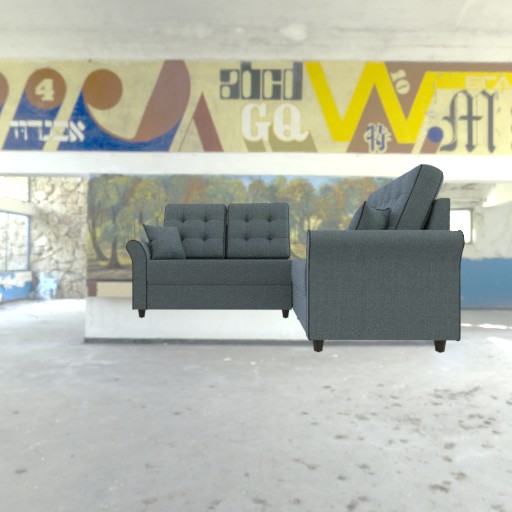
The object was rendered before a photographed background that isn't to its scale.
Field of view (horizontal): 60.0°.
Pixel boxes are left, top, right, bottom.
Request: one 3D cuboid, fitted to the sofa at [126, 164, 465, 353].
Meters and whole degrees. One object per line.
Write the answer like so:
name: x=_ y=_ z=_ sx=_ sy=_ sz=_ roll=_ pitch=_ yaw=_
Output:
sofa: x=0.000 y=0.000 z=3.199 sx=2.068 sy=0.988 sz=2.070 roll=0 pitch=0 yaw=1
